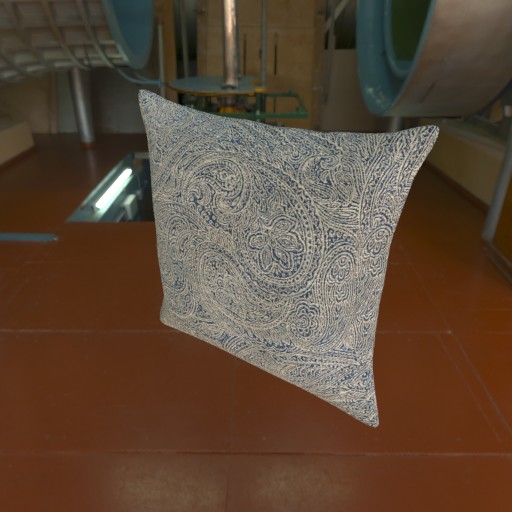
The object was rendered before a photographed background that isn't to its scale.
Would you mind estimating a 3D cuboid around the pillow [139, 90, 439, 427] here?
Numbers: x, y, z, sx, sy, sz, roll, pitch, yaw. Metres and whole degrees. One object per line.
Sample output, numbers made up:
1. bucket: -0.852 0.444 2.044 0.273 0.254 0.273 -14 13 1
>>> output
1. pillow: 0.000 0.000 0.776 0.523 0.510 0.166 18 34 30
